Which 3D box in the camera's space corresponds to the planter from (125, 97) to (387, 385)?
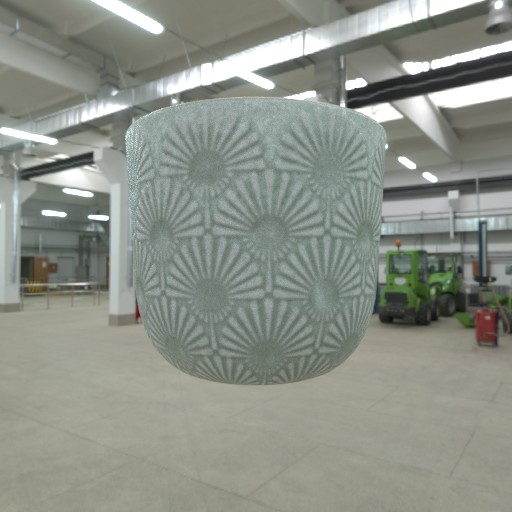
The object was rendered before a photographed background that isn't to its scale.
[{"bbox_3d":[0.000,0.000,0.298,0.170,0.152,0.170,0,-1,0],"label":"planter"}]
